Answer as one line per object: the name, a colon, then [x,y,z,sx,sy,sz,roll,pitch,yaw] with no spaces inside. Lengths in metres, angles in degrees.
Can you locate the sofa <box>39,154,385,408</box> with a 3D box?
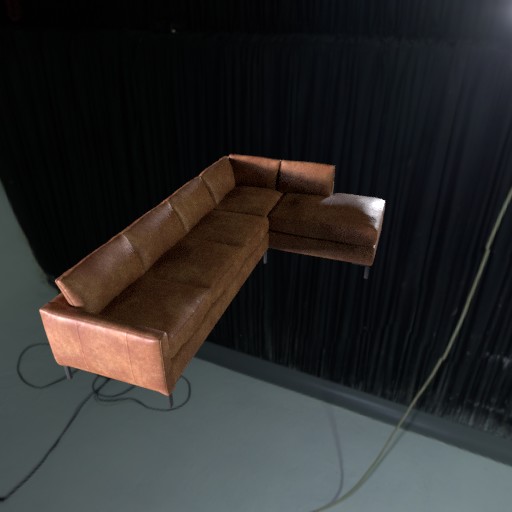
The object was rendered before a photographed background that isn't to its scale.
sofa: [0.000,0.000,3.895,1.938,0.877,2.984,10,32,17]
